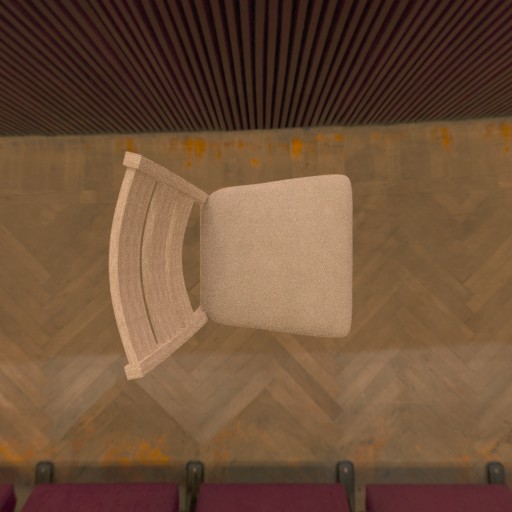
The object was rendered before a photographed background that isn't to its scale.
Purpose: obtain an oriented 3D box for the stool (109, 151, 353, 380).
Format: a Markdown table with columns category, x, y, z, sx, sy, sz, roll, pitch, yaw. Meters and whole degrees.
| category | x | y | z | sx | sy | sz | roll | pitch | yaw |
| --- | --- | --- | --- | --- | --- | --- | --- | --- | --- |
| stool | 0.000 | 0.000 | 1.368 | 0.569 | 1.032 | 0.484 | 0 | 91 | 1 |
